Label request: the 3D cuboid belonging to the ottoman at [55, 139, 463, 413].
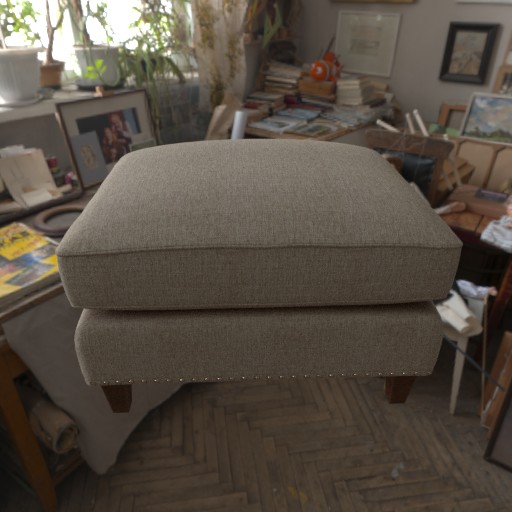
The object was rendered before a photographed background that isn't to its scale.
[{"bbox_3d":[0.000,0.000,1.110,0.741,0.513,0.584,-1,30,-2],"label":"ottoman"}]
